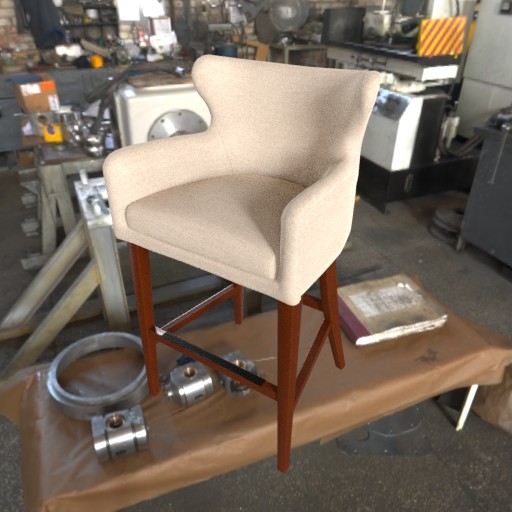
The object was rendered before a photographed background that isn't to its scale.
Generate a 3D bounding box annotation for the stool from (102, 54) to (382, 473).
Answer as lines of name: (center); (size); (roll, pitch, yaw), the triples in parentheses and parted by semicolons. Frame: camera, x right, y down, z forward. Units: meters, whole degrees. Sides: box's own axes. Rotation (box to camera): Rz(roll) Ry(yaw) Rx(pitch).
stool: (0.000, 0.000, 1.313); (0.556, 1.034, 0.563); (19, 36, 28)
